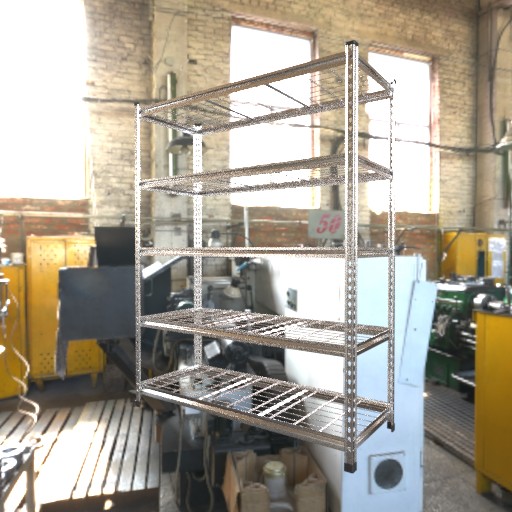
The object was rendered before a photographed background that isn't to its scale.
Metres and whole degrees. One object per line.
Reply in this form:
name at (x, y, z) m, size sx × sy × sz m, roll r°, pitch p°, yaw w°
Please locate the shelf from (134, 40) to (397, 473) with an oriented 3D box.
shelf at (0.000, 0.000, 2.708) m, size 1.524 × 1.981 × 0.610 m, roll 1°, pitch 1°, yaw 35°
